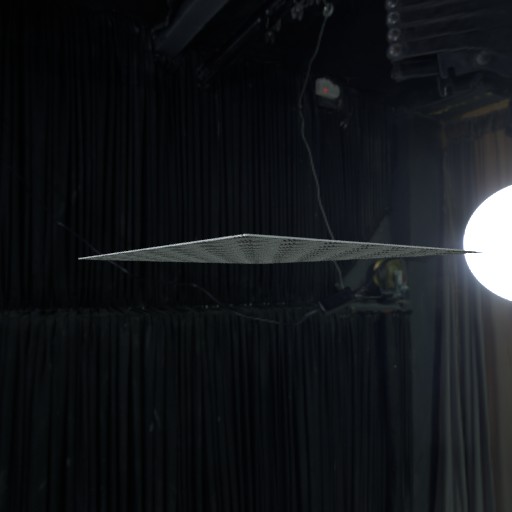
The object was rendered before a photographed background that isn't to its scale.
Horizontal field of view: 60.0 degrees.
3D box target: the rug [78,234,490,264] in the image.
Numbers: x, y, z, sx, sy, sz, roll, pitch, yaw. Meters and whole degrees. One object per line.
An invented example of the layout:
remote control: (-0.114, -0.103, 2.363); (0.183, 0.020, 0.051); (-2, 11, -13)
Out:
rug: (0.000, 0.000, 4.028); (2.330, 0.010, 3.061); (2, -4, -36)
